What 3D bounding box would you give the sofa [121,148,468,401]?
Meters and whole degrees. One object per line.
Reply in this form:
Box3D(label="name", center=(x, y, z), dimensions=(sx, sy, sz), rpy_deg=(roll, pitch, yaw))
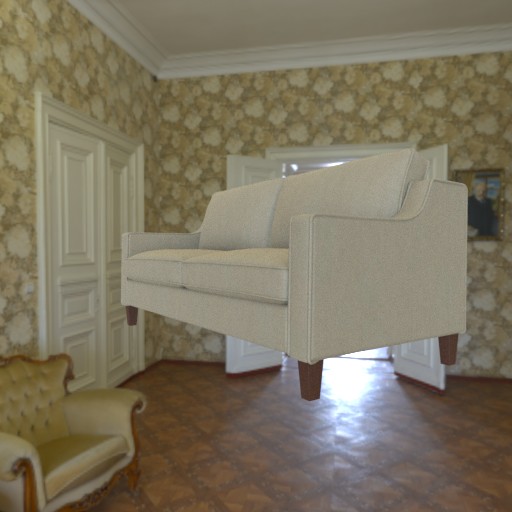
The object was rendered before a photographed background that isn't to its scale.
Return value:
Box3D(label="sofa", center=(0.000, 0.000, 2.796), dimensions=(1.066, 1.071, 2.178), rpy_deg=(0, 1, -35))
